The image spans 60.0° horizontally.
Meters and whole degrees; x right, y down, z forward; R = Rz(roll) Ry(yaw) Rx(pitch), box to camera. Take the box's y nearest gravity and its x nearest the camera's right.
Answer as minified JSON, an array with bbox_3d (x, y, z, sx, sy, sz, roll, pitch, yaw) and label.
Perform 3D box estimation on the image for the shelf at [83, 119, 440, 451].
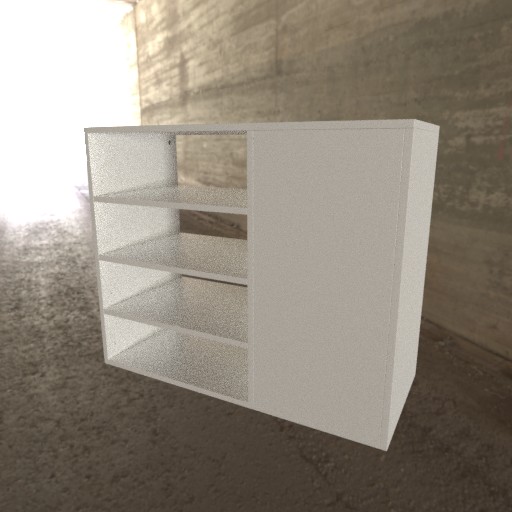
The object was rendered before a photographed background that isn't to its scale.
[{"bbox_3d":[0.000,0.000,1.304,0.895,0.732,0.396,8,16,27],"label":"shelf"}]
